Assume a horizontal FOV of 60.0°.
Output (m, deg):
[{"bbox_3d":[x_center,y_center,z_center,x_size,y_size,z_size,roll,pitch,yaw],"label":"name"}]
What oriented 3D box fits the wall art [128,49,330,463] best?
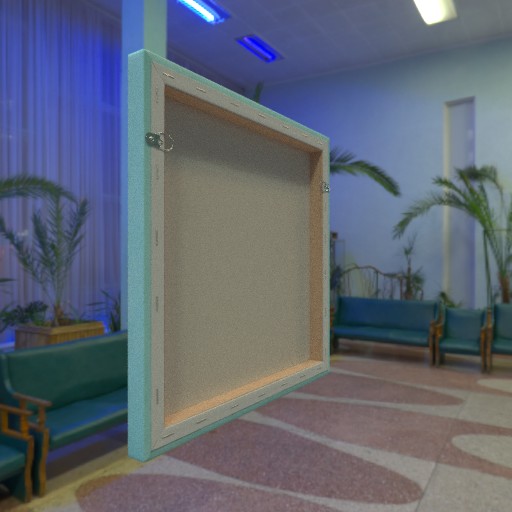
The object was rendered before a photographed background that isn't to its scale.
[{"bbox_3d":[0.000,0.000,1.137,0.054,0.766,0.765,0,0,35],"label":"wall art"}]
